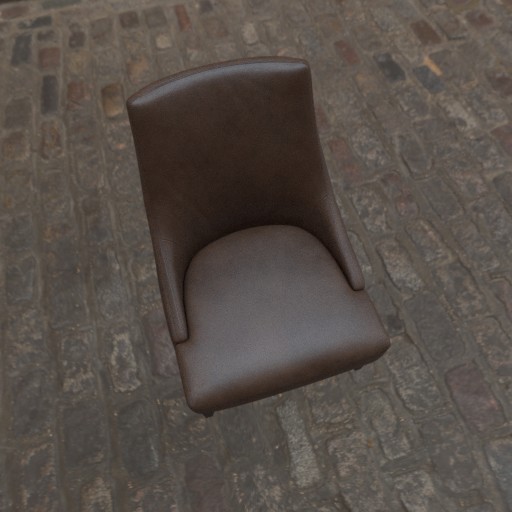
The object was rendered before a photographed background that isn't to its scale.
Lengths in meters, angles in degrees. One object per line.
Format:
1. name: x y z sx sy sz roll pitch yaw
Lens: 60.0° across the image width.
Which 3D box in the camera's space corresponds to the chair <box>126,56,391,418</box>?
1. chair: 0.000 0.000 1.510 0.701 0.909 0.861 -15 64 -8
